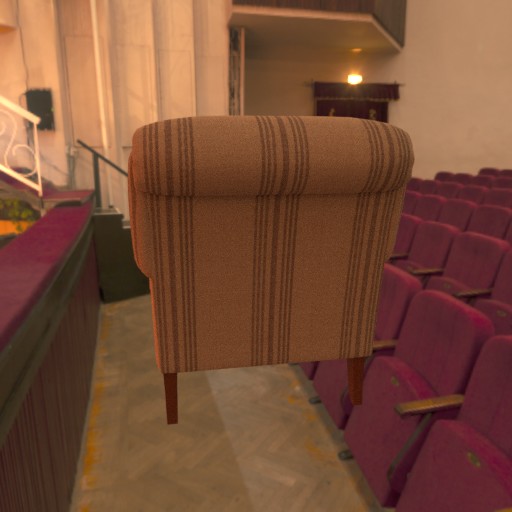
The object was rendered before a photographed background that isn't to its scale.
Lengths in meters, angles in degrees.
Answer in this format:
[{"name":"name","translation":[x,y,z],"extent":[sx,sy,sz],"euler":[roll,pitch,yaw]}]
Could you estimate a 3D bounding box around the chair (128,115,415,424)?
[{"name":"chair","translation":[0.000,0.000,1.624],"extent":[0.813,0.940,0.914],"euler":[-2,14,-10]}]
